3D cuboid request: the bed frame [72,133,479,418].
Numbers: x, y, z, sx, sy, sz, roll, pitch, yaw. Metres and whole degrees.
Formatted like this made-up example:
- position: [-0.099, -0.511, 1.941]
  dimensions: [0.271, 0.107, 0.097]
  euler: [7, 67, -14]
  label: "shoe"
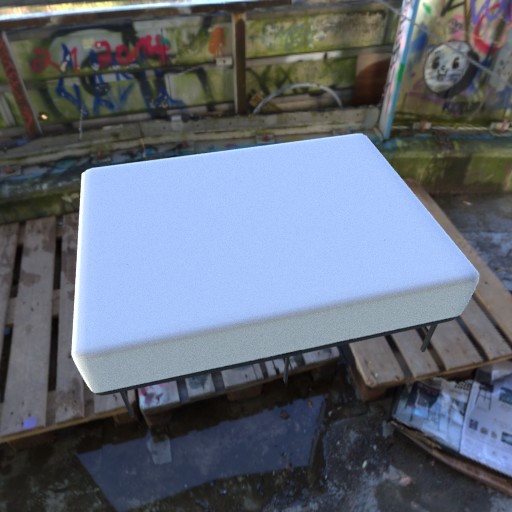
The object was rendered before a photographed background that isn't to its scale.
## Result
- position: [0.000, 0.000, 2.832]
  dimensions: [2.037, 0.677, 1.528]
  euler: [-10, 46, -10]
  label: "bed frame"
